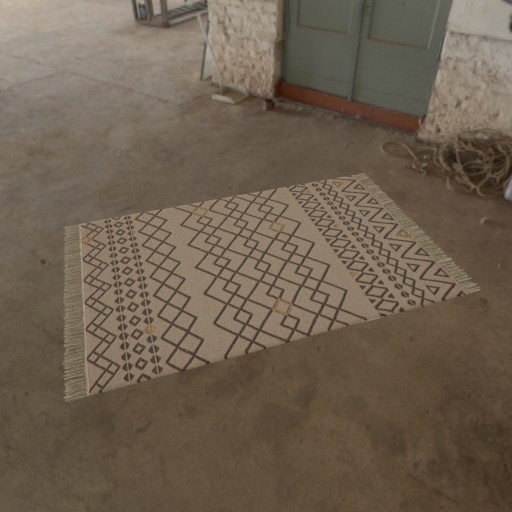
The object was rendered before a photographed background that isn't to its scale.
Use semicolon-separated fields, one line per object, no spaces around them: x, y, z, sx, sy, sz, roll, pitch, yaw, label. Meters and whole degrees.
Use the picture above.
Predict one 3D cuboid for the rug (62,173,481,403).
0.000;0.000;2.439;2.023;0.028;1.224;-12;42;-14;rug
